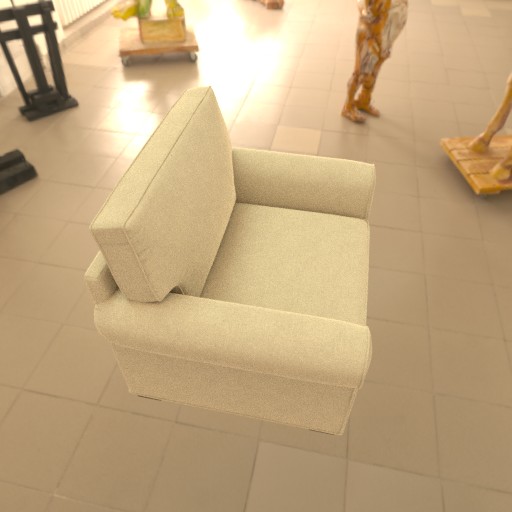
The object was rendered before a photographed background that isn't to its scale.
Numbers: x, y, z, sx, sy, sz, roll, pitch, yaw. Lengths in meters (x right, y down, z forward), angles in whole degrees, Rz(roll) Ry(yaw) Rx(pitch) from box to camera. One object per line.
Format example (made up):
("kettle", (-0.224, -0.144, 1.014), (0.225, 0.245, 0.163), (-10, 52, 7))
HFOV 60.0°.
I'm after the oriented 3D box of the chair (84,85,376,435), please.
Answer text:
("chair", (0.000, 0.000, 1.713), (0.863, 0.955, 1.040), (8, 46, 8))
